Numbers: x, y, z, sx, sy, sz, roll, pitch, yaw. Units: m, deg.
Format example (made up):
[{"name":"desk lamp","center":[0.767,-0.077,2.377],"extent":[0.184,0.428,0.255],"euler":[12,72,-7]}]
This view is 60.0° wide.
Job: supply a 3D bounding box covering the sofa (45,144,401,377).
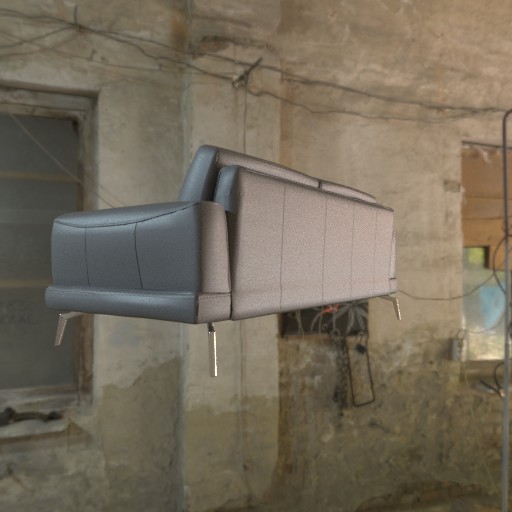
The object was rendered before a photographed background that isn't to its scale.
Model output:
[{"name":"sofa","center":[0.000,0.000,2.748],"extent":[1.121,0.930,2.177],"euler":[-1,-1,37]}]
